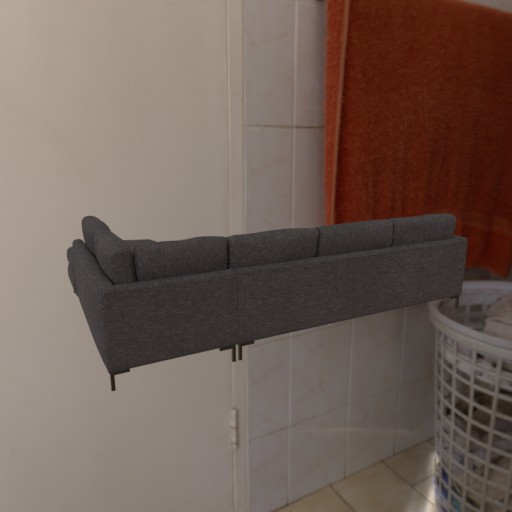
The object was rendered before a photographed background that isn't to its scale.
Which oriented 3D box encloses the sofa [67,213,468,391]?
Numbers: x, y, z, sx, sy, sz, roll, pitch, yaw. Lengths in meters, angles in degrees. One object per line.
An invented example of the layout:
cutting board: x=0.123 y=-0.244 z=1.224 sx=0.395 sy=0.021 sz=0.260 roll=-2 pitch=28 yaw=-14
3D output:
sofa: x=0.000 y=0.000 z=3.895 sx=2.949 sy=0.815 sz=2.007 roll=-7 pitch=16 yaw=-26
